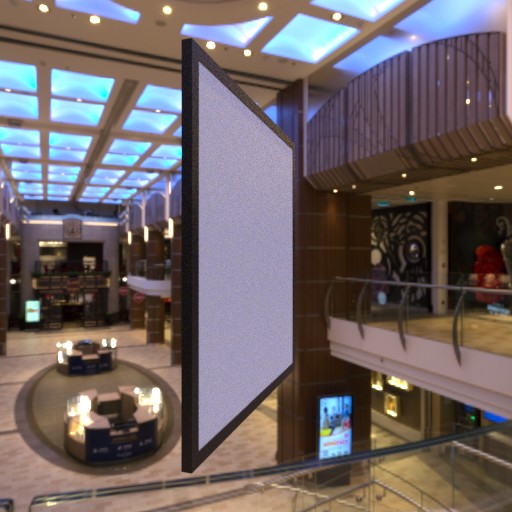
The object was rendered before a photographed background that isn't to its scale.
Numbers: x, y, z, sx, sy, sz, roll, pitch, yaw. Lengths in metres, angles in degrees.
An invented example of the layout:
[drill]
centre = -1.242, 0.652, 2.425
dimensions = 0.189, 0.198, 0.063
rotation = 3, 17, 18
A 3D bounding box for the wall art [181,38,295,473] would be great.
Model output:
[wall art]
centre = 0.000, 0.000, 1.207
dimensions = 0.022, 0.807, 0.807
rotation = 0, 0, 19
